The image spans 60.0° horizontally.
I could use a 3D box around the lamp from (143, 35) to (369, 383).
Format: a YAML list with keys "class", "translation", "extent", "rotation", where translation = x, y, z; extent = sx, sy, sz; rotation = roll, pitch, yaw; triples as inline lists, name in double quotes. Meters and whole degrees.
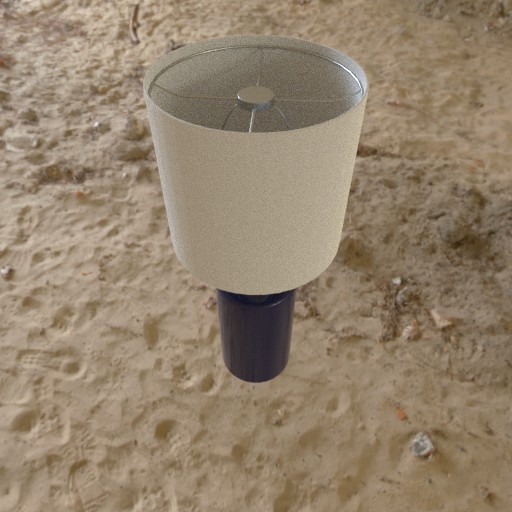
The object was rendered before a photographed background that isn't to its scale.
- class: "lamp"
  translation: [0.000, 0.000, 0.598]
  extent: [0.212, 0.493, 0.212]
  rotation: [3, 46, 3]
